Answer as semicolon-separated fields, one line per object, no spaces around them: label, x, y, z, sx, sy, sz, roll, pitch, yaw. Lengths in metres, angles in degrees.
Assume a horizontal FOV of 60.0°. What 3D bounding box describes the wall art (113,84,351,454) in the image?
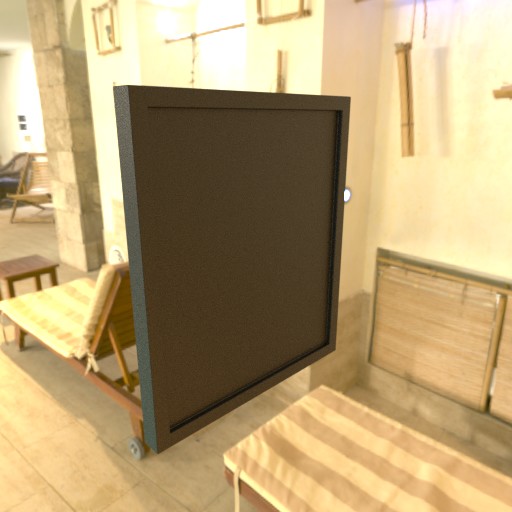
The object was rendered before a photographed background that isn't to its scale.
wall art;0.000;0.000;0.549;0.328;0.381;0.028;-16;24;-42
